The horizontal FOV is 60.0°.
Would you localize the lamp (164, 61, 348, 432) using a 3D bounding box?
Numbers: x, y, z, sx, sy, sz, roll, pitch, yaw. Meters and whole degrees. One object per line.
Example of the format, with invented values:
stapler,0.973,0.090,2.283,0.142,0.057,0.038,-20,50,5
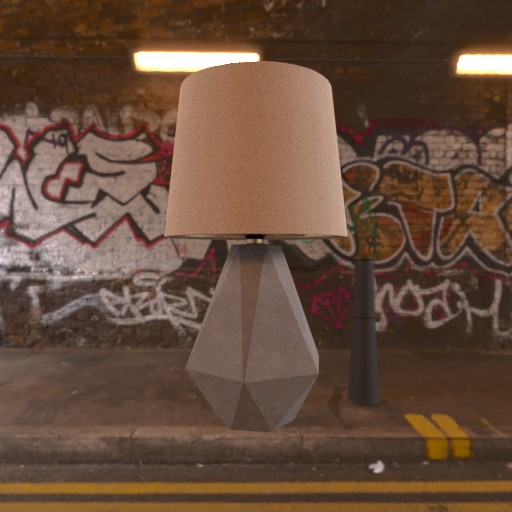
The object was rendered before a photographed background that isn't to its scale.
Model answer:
lamp,0.000,0.000,0.682,0.276,0.501,0.276,0,0,0
